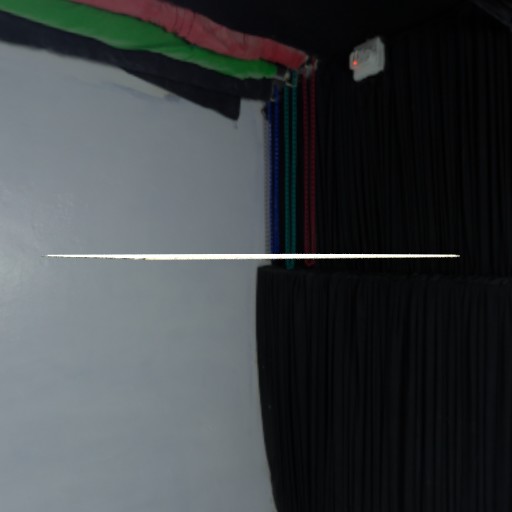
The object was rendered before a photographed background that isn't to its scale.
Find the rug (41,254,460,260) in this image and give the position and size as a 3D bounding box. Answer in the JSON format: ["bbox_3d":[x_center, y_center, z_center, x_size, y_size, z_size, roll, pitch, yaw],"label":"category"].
[{"bbox_3d":[0.000,0.000,2.847,2.233,0.011,1.514,0,1,-37],"label":"rug"}]
